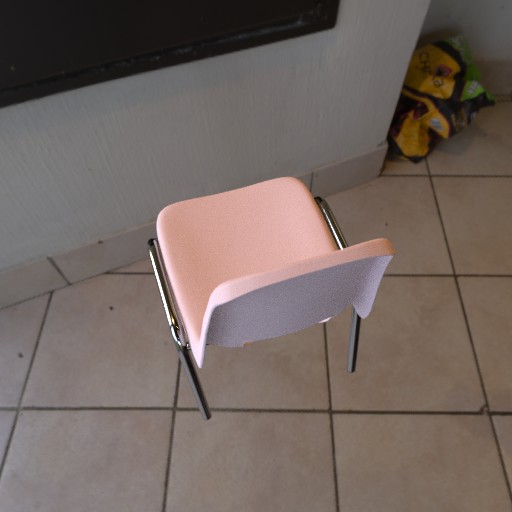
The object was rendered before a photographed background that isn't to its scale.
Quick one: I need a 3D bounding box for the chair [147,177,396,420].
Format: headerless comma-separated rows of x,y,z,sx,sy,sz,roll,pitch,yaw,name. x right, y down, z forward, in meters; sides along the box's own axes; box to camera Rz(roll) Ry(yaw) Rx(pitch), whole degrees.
0.000,0.000,0.760,0.354,0.536,0.385,-15,59,-9,chair
